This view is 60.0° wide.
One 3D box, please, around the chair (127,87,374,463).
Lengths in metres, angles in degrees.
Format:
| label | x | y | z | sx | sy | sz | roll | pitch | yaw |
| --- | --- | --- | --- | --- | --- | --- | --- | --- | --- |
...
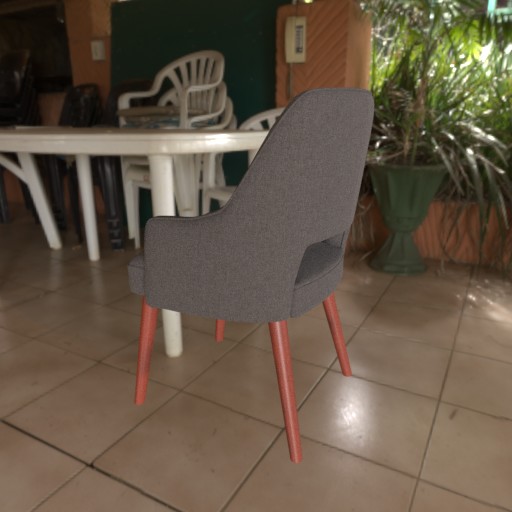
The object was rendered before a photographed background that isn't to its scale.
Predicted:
| label | x | y | z | sx | sy | sz | roll | pitch | yaw |
| --- | --- | --- | --- | --- | --- | --- | --- | --- | --- |
| chair | 0.000 | 0.000 | 1.209 | 0.560 | 0.838 | 0.559 | 9 | 19 | 26 |
